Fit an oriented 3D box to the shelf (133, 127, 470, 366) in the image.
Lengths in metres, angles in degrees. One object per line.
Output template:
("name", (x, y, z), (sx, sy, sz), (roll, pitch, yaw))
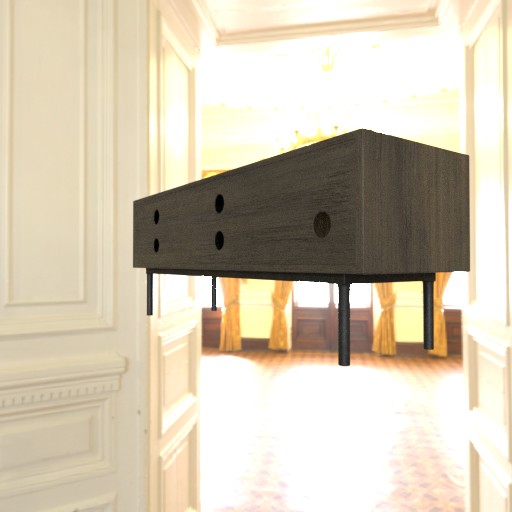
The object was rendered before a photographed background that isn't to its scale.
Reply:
("shelf", (0.000, 0.000, 1.523), (0.400, 0.495, 1.300), (1, -1, -35))
